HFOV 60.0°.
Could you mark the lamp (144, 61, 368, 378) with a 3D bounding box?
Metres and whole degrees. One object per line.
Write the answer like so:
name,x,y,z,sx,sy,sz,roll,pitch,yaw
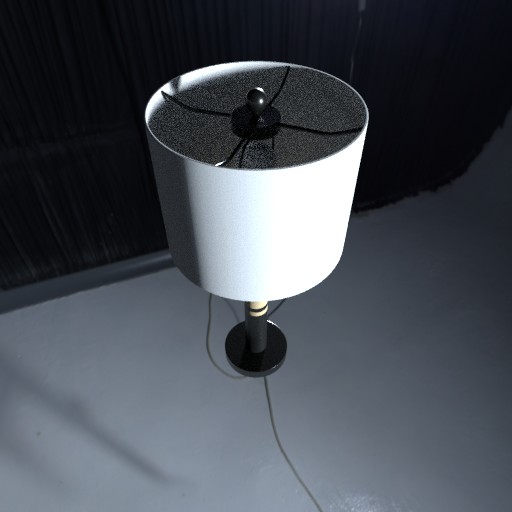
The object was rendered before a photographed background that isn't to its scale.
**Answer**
lamp,0.000,0.000,0.822,0.305,0.640,0.305,-16,48,-15
